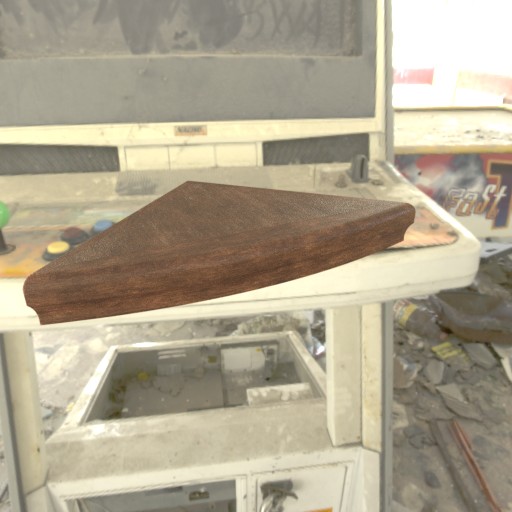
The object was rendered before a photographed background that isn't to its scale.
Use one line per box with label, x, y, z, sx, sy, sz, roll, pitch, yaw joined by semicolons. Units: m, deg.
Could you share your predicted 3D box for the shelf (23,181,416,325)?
shelf;0.000;0.000;0.464;0.310;0.050;0.310;8;27;17
